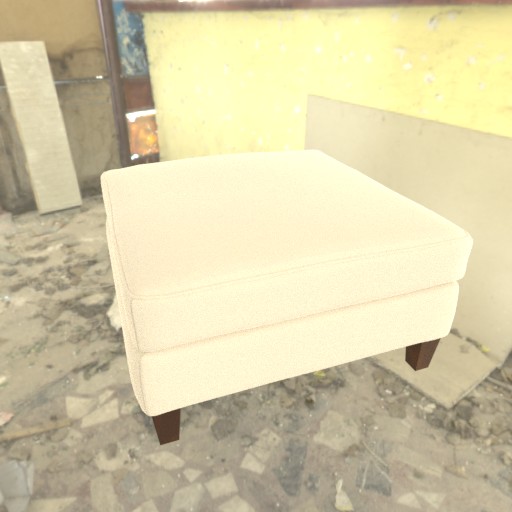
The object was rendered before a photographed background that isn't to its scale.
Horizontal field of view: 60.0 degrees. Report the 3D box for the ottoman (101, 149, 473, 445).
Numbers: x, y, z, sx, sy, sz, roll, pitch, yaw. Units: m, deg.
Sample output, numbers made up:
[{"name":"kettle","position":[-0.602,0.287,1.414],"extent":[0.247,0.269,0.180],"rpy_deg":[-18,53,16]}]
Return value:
[{"name":"ottoman","position":[0.000,0.000,1.355],"extent":[0.838,0.479,0.838],"rpy_deg":[-10,30,-18]}]
